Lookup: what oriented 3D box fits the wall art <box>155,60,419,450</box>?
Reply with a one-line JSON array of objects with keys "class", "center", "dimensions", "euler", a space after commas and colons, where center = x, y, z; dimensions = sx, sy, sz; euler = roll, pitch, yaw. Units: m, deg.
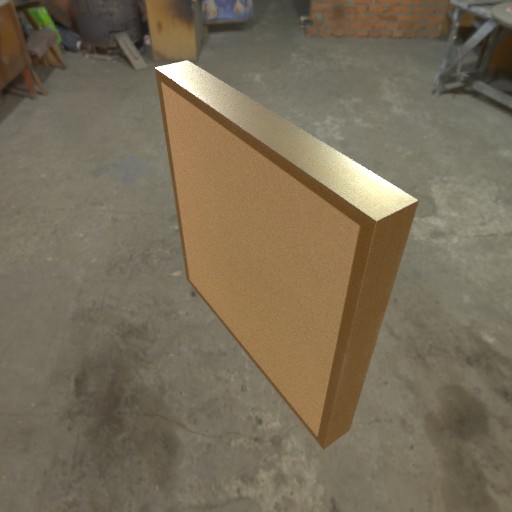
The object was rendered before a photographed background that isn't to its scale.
[{"class": "wall art", "center": [0.000, 0.000, 0.465], "dimensions": [0.038, 0.305, 0.306], "euler": [-25, 48, -25]}]
